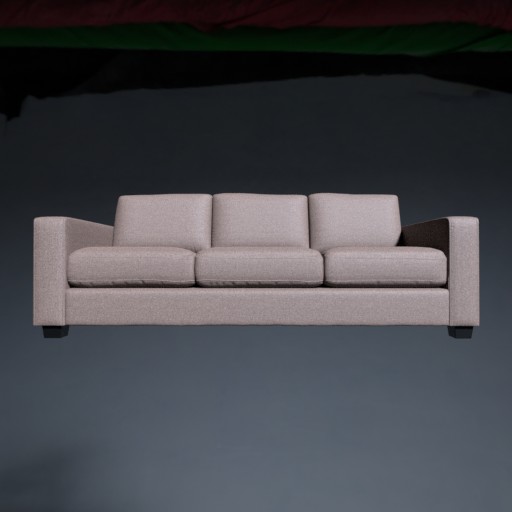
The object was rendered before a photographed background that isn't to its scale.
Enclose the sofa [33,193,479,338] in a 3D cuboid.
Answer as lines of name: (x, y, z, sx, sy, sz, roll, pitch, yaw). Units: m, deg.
sofa: (0.000, 0.000, 2.564, 2.160, 0.806, 0.900, 0, 0, 0)
